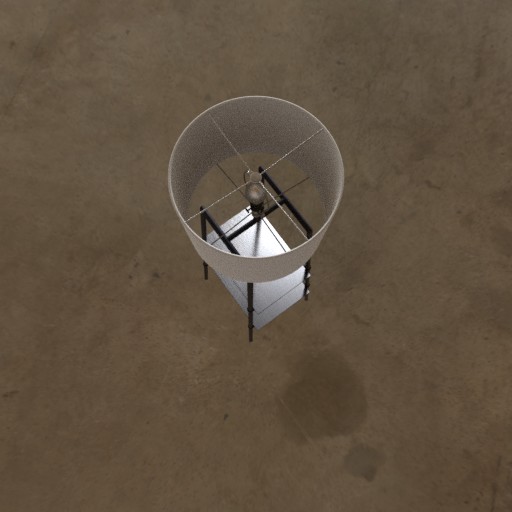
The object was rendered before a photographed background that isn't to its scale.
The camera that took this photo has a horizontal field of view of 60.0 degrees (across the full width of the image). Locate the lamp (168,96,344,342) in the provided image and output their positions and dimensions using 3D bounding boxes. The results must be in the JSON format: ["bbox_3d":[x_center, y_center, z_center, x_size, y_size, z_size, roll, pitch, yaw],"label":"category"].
[{"bbox_3d":[0.000,0.000,1.660,0.384,1.474,0.427,-35,79,-8],"label":"lamp"}]
